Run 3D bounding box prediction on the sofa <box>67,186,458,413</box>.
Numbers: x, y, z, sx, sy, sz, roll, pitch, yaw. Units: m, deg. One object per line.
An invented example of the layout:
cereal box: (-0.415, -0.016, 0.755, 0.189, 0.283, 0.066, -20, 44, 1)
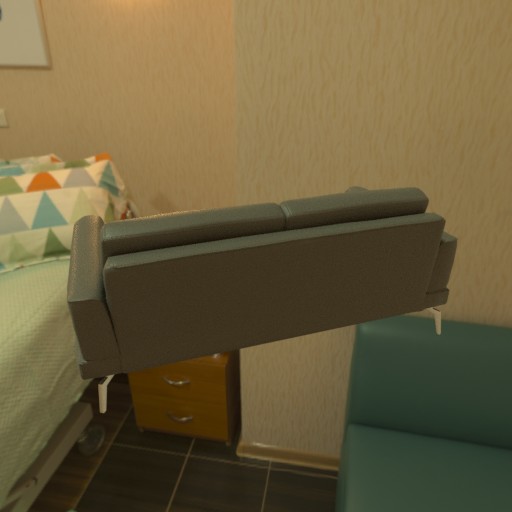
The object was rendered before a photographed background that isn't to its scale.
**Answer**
sofa: (0.000, 0.000, 2.754, 2.177, 0.930, 1.121, -9, 27, -17)
